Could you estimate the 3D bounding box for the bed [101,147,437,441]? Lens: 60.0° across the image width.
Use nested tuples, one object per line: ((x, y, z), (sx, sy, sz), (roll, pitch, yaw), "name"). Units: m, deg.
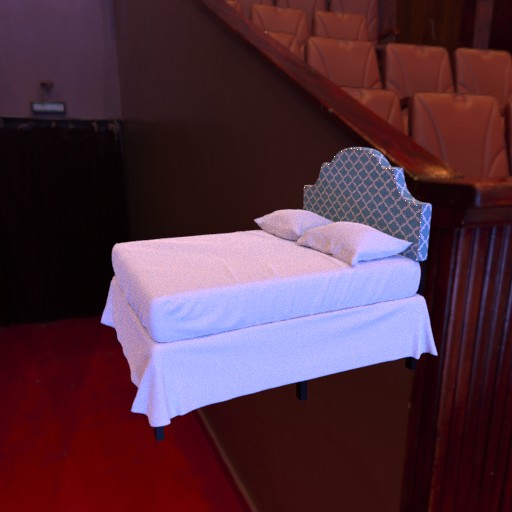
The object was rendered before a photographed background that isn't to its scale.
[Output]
((0.000, 0.000, 3.436), (2.222, 1.633, 1.780), (-7, 16, -24), "bed")
